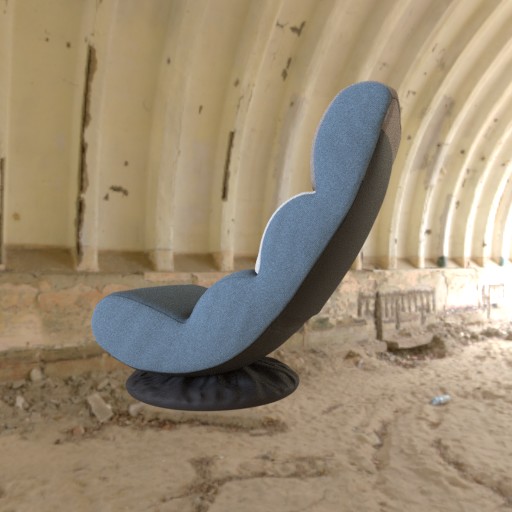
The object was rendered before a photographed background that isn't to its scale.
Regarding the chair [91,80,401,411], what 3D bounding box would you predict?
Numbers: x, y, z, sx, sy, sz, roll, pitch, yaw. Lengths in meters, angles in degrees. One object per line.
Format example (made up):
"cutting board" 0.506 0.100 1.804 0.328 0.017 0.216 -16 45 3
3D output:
"chair" 0.000 0.000 1.057 0.661 0.641 0.420 0 -1 18
